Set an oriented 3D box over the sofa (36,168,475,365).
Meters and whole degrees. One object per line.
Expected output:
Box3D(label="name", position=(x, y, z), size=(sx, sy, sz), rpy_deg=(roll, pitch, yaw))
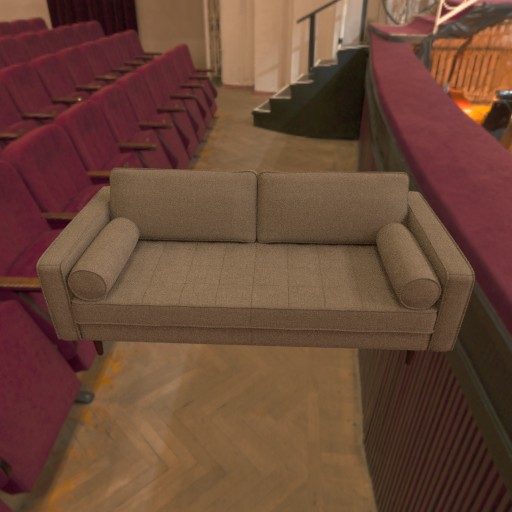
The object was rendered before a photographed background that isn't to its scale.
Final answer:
Box3D(label="sofa", position=(0.000, 0.000, 2.321), size=(1.879, 0.762, 0.914), rpy_deg=(1, 31, 2))
